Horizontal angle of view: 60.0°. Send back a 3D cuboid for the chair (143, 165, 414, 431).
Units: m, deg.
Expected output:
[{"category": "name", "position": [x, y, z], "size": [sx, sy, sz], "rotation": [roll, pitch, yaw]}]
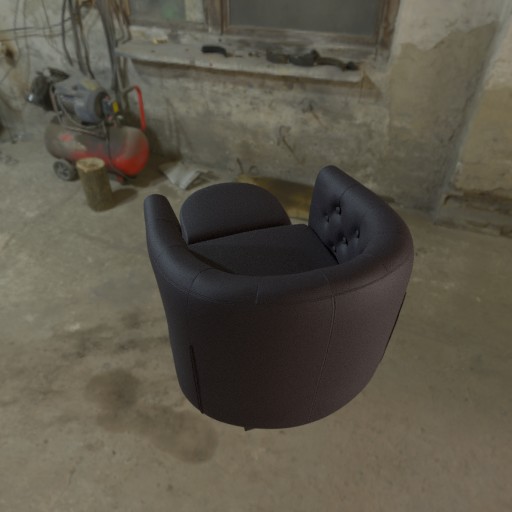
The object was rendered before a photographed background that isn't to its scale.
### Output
[{"category": "chair", "position": [0.000, 0.000, 1.664], "size": [0.763, 0.760, 1.191], "rotation": [-12, 42, -13]}]
